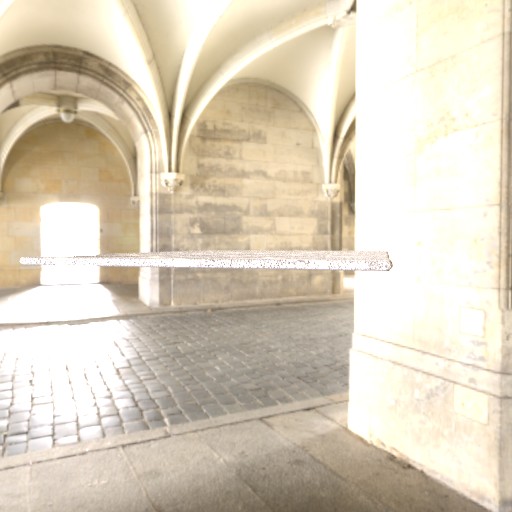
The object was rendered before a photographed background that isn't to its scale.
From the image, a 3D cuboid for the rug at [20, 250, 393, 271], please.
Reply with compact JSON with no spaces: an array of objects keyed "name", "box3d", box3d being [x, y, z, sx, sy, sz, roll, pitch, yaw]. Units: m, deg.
[{"name":"rug","box3d":[0.000,0.000,2.080,1.200,0.025,1.600,0,2,16]}]
